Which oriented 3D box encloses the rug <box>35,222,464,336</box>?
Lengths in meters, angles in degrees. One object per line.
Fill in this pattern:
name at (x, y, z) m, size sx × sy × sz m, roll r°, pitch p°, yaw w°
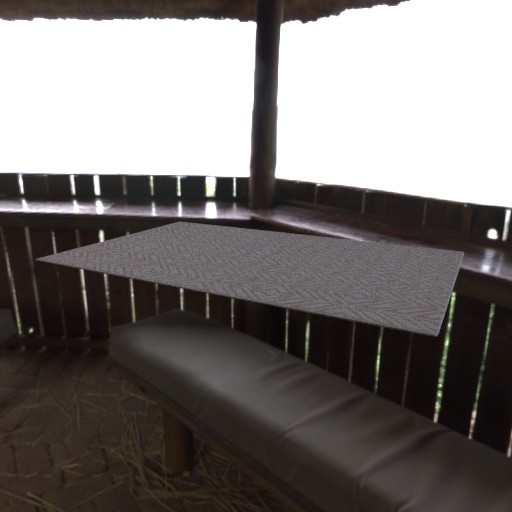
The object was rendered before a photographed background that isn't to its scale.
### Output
rug at (0.000, 0.000, 2.956) m, size 2.438 × 0.008 × 1.523 m, roll 8°, pitch 17°, yaw 27°
